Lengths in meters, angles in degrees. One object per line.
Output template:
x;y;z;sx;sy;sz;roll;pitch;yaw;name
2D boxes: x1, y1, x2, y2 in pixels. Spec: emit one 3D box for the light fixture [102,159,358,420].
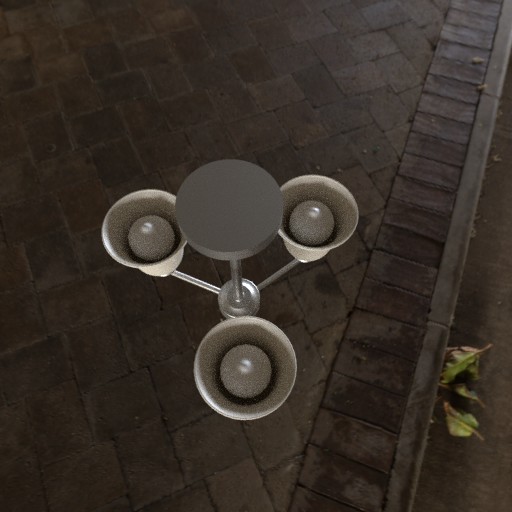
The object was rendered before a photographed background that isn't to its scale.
0.000;0.000;0.669;0.354;0.370;0.388;-34;69;-14;light fixture
